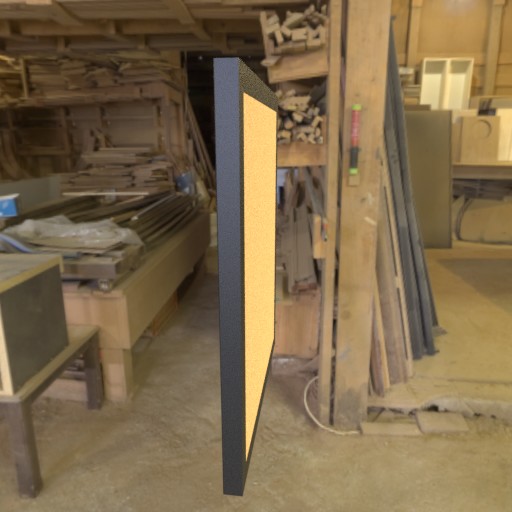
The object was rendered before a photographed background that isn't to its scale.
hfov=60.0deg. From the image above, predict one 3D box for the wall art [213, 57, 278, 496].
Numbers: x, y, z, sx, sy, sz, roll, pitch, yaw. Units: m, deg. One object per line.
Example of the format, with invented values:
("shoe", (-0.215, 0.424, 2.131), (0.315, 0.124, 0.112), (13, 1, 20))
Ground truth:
("wall art", (0.000, 0.000, 0.698), (0.025, 0.508, 0.432), (2, 15, 7))
